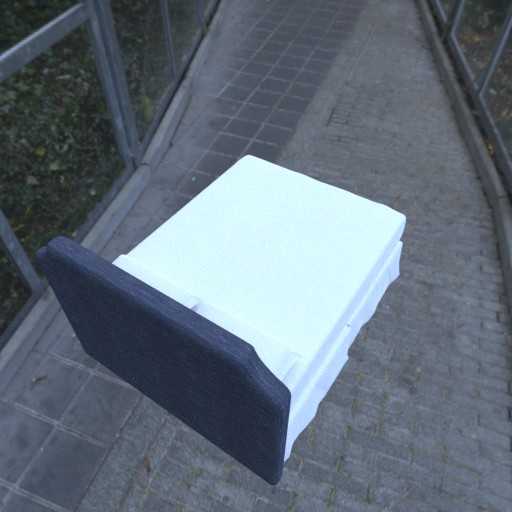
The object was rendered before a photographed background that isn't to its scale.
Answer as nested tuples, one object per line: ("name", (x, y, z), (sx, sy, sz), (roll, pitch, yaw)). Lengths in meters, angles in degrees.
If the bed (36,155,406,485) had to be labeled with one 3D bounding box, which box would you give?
("bed", (0.000, 0.000, 3.148), (1.693, 1.290, 2.116), (26, 52, 22))
